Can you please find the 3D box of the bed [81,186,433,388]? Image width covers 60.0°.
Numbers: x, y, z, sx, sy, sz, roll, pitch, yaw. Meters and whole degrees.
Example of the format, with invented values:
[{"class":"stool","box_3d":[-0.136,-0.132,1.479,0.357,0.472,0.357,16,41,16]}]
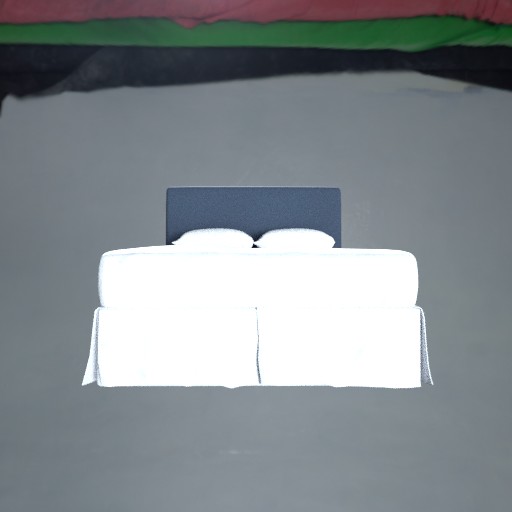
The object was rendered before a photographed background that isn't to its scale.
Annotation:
[{"class":"bed","box_3d":[0.000,0.000,3.193,1.713,1.330,2.162,0,0,0]}]
